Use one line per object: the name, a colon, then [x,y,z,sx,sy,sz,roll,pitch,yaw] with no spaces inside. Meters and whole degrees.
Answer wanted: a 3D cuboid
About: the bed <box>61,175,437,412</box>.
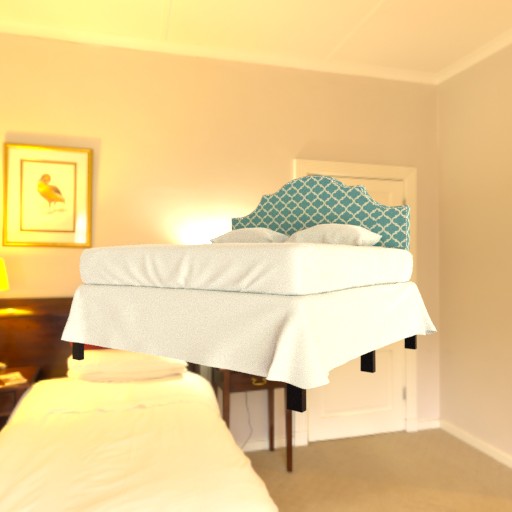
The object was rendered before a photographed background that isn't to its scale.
bed: [0.000,0.000,3.636,2.314,1.601,2.222,0,0,36]
